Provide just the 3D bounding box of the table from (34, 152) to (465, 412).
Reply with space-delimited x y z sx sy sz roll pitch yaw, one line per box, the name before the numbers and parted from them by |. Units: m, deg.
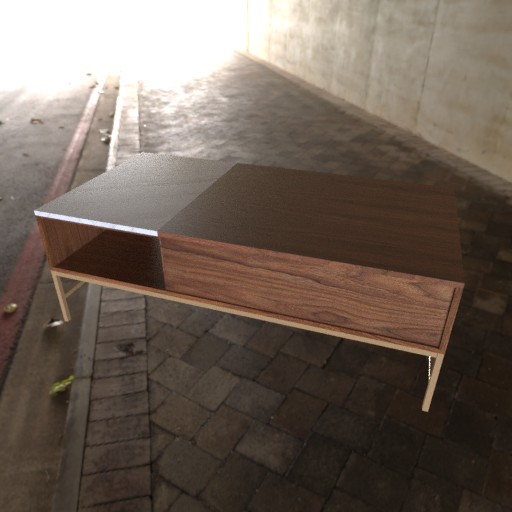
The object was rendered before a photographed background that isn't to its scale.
table | 0.000 0.000 1.965 1.553 0.551 0.789 10 32 16
